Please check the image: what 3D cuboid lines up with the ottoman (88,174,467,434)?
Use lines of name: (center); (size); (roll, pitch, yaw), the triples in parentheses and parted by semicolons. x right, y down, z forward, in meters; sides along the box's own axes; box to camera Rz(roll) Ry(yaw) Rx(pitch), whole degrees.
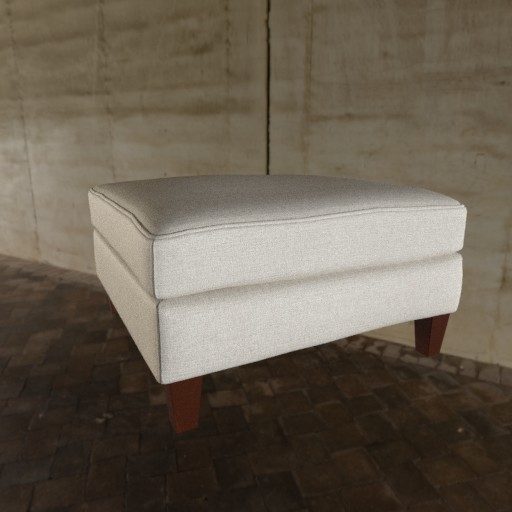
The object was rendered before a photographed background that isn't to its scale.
ottoman: (0.000, 0.000, 1.336); (0.838, 0.478, 0.838); (-8, 17, -26)
